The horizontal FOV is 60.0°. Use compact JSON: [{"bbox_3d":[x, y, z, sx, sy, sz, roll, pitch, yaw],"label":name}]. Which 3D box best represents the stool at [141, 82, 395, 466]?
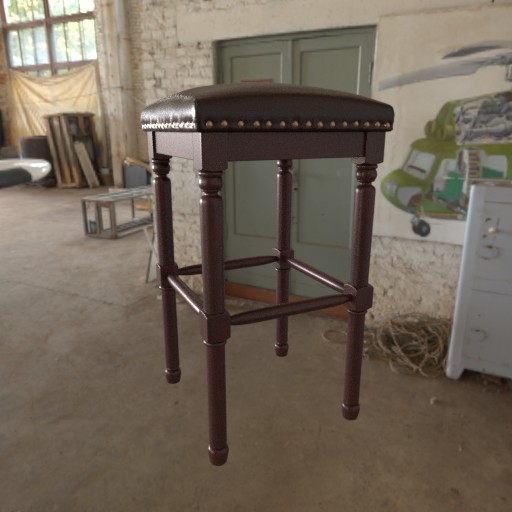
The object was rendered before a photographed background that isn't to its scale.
[{"bbox_3d":[0.000,0.000,0.964,0.383,0.702,0.382,-8,18,-25],"label":"stool"}]
